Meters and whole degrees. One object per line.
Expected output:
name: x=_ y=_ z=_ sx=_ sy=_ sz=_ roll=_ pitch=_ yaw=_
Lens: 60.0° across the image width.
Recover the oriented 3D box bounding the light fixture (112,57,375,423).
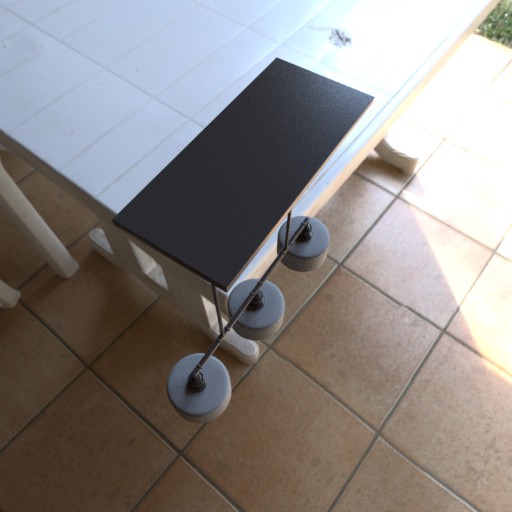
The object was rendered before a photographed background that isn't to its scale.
light fixture: x=0.000 y=0.000 z=0.854 sx=0.177 sy=0.557 sz=0.582 roll=29 pitch=63 yaw=17
